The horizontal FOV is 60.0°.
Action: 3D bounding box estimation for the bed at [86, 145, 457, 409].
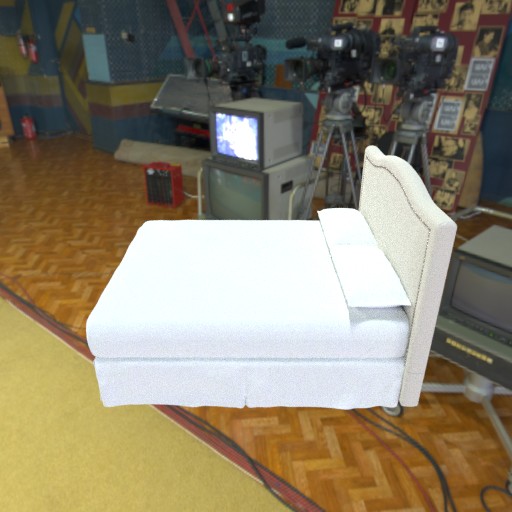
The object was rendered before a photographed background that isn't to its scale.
[{"bbox_3d":[0.000,0.000,3.377,2.143,1.460,1.753,0,27,0],"label":"bed"}]
